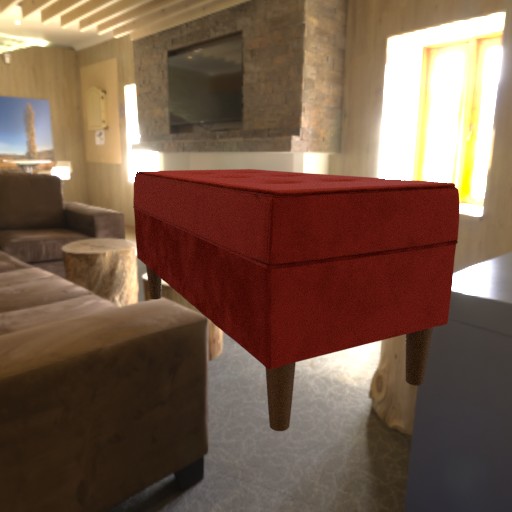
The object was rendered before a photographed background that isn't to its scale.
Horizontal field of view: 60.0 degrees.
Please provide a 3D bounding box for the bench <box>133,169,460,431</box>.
[{"bbox_3d":[0.000,0.000,1.316,0.492,0.471,1.016,-7,15,-27],"label":"bench"}]
